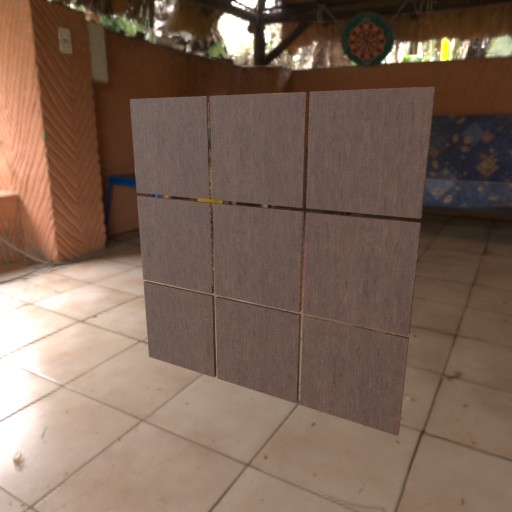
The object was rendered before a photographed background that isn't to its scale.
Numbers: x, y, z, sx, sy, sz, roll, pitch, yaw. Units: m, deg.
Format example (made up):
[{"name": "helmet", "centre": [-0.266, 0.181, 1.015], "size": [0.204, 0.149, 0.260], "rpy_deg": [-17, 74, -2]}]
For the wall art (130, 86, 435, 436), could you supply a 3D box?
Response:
[{"name": "wall art", "centre": [0.000, 0.000, 1.330], "size": [0.915, 0.914, 0.013], "rpy_deg": [9, 18, 28]}]
